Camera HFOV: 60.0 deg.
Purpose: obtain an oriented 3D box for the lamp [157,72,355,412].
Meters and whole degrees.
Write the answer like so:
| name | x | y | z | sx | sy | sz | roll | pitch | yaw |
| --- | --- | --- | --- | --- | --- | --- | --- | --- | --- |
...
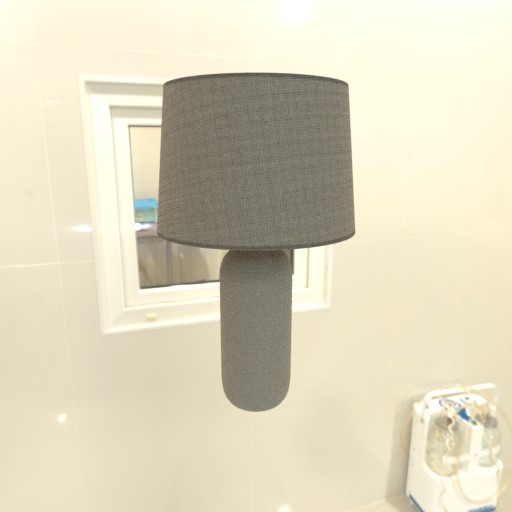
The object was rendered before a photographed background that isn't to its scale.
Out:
| name | x | y | z | sx | sy | sz | roll | pitch | yaw |
| --- | --- | --- | --- | --- | --- | --- | --- | --- | --- |
| lamp | 0.000 | 0.000 | 0.850 | 0.367 | 0.609 | 0.367 | 0 | 14 | 0 |
